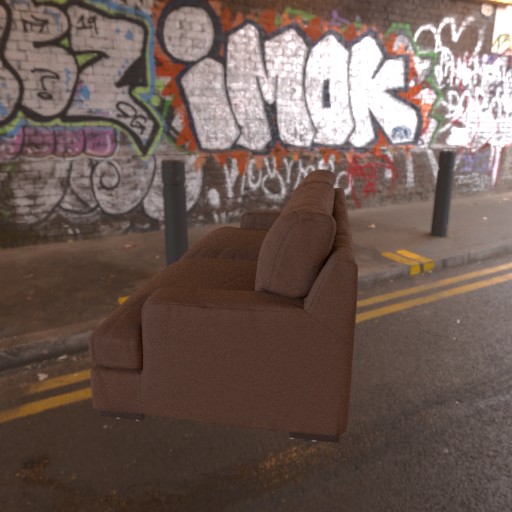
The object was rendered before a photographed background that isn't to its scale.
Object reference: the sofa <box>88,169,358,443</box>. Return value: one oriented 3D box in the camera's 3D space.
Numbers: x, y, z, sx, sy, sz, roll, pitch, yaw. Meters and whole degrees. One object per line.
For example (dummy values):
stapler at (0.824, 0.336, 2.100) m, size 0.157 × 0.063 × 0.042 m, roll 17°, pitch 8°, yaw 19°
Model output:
sofa at (0.000, 0.000, 2.820) m, size 1.140 × 0.950 × 2.274 m, roll 3°, pitch 16°, yaw 9°
